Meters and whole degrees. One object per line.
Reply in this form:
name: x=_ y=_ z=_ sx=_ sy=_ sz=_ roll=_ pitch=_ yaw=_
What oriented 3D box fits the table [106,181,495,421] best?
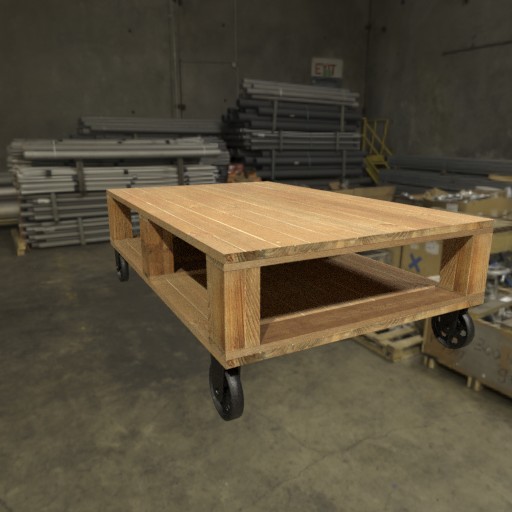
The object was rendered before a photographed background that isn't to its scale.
table: x=0.000 y=0.000 z=1.661 sx=0.827 sy=0.413 sz=1.299 roll=-8 pitch=17 yaw=-27
